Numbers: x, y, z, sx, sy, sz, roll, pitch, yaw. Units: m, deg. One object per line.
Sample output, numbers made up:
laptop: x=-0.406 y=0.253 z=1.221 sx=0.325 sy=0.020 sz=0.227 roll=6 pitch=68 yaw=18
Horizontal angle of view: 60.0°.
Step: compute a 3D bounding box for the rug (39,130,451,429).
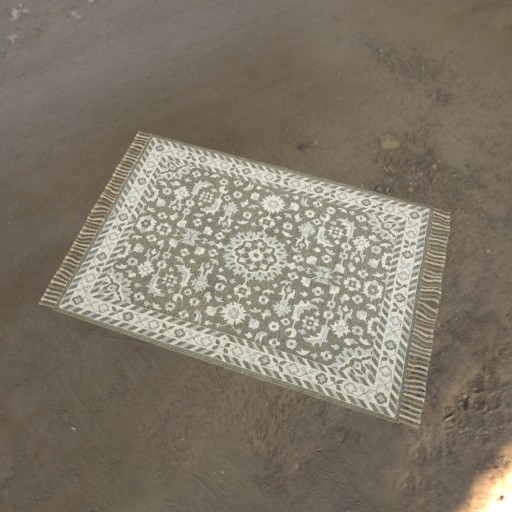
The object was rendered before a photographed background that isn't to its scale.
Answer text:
rug: x=0.000 y=0.000 z=2.974 sx=2.431 sy=0.025 sz=1.530 roll=16 pitch=64 yaw=8
